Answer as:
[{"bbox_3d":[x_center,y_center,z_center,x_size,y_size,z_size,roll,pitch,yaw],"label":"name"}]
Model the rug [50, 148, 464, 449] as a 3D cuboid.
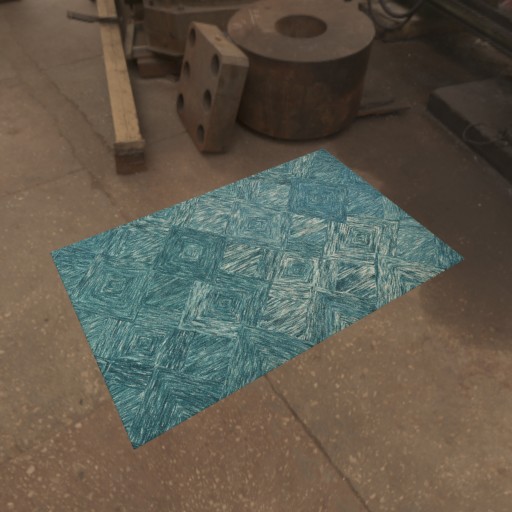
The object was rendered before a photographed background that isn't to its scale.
[{"bbox_3d":[0.000,0.000,2.910,2.277,0.015,1.490,-25,52,-21],"label":"rug"}]
